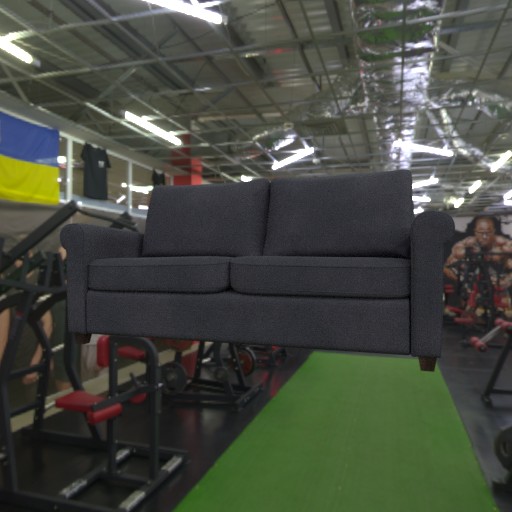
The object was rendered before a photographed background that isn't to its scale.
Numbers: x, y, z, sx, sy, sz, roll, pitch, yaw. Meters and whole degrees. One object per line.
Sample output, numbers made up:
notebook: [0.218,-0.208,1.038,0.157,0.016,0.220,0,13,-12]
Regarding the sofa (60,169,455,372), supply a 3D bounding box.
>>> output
sofa: [0.000,0.000,2.429,1.935,0.942,0.842,0,-1,20]
